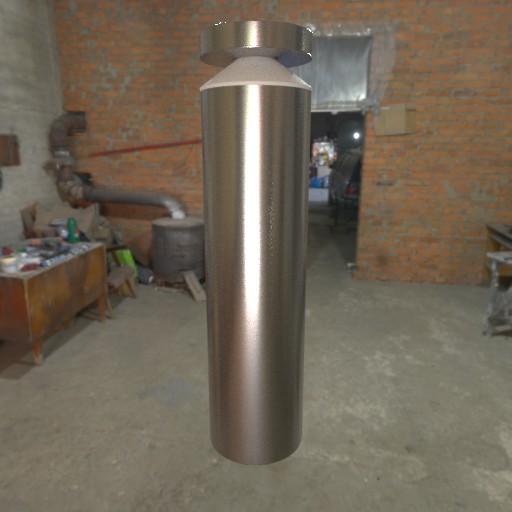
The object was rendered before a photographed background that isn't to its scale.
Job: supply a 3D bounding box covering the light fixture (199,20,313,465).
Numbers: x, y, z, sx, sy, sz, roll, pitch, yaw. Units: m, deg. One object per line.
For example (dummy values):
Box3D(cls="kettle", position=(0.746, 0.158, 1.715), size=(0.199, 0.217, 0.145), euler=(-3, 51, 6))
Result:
Box3D(cls="light fixture", position=(0.000, 0.000, 0.439), size=(0.102, 0.400, 0.102), euler=(-7, 15, -27))
